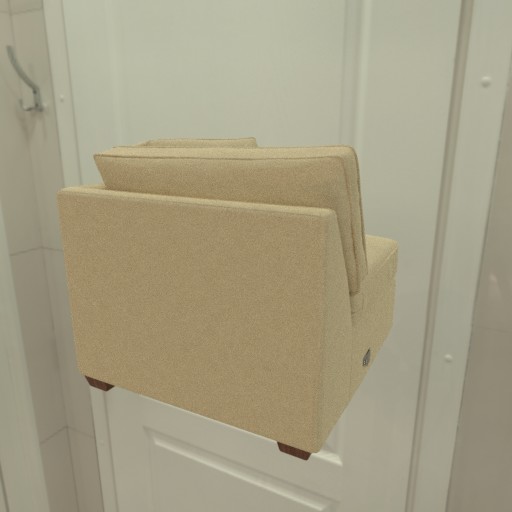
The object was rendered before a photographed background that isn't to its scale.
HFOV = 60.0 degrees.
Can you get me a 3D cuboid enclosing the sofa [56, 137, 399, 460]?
[{"bbox_3d":[0.000,0.000,1.957,1.084,1.002,1.146,8,18,27],"label":"sofa"}]
